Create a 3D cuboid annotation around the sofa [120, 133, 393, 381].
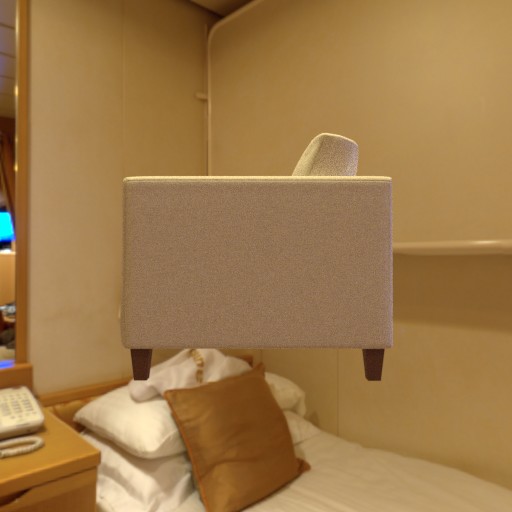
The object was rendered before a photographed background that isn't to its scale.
[{"bbox_3d":[0.000,0.000,2.478,0.965,0.889,1.981,0,0,0],"label":"sofa"}]
